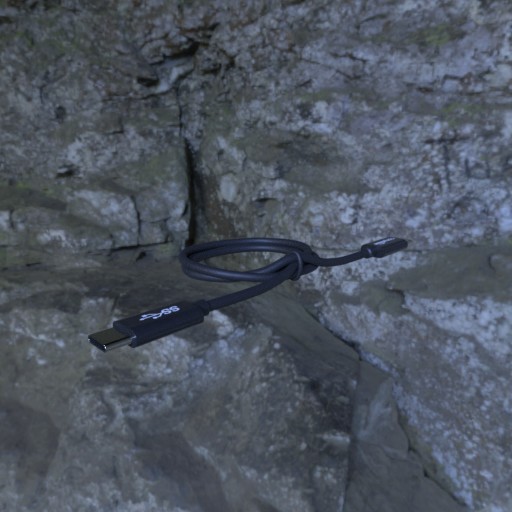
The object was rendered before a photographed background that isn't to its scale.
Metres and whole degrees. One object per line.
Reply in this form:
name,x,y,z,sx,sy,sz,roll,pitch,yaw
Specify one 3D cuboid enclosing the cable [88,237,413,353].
cable,0.000,0.000,0.209,0.070,0.014,0.186,14,21,43
